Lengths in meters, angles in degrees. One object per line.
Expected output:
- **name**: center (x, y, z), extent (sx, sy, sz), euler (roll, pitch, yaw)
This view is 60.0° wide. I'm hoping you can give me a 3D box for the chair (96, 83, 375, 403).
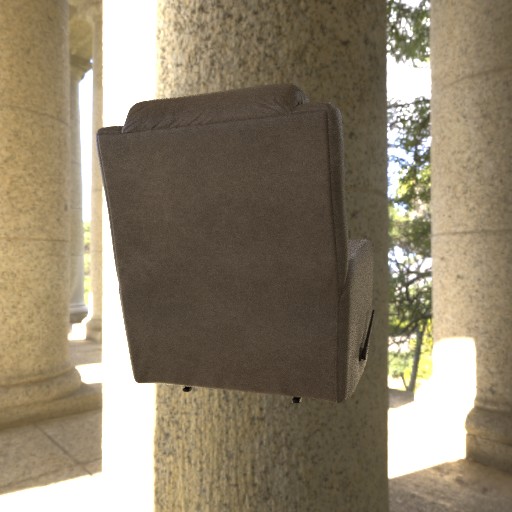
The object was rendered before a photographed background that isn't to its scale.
- **chair**: center (0.000, 0.000, 1.928), extent (0.967, 1.116, 1.068), euler (0, -1, 19)
